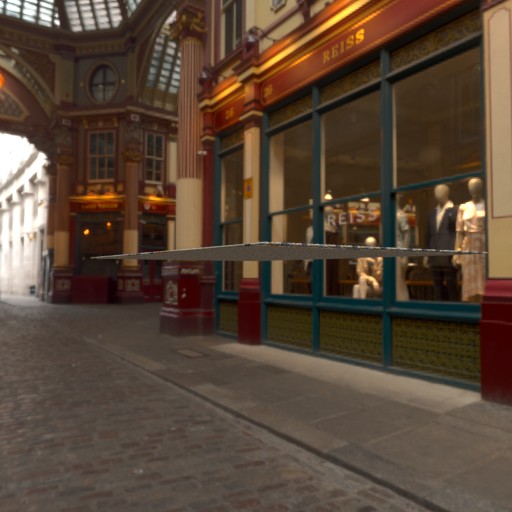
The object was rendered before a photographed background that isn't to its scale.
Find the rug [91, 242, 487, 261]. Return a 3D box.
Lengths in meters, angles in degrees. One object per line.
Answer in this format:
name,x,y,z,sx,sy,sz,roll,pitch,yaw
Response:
rug,0.000,0.000,2.350,1.230,0.008,1.827,1,-2,-35
